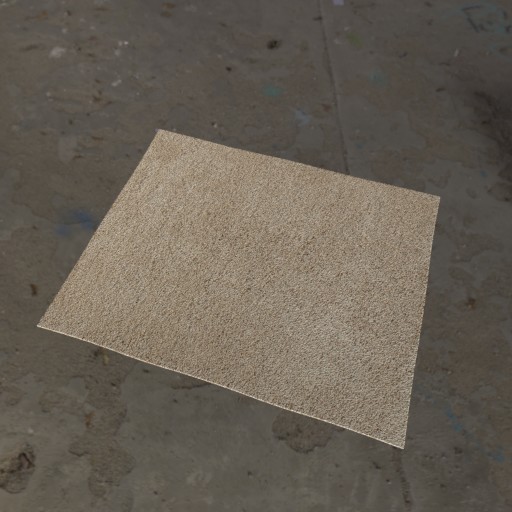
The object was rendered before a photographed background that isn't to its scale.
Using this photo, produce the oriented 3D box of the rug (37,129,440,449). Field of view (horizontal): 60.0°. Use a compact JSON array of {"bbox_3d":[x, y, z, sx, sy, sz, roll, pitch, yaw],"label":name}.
[{"bbox_3d":[0.000,0.000,3.991,3.000,0.025,2.400,16,60,9],"label":"rug"}]
